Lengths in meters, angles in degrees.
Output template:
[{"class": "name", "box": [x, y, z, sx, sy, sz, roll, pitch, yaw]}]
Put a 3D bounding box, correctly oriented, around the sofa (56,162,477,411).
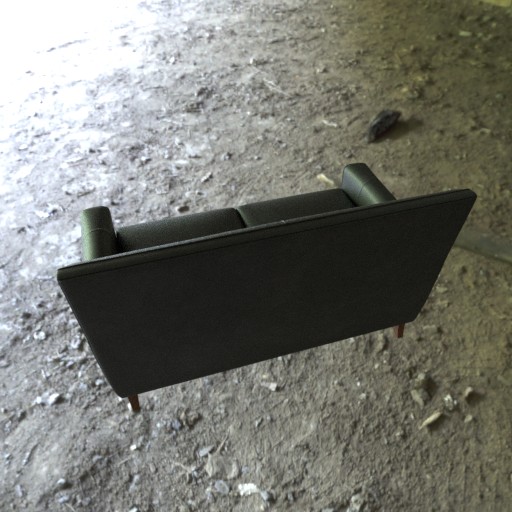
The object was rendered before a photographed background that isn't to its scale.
[{"class": "sofa", "box": [0.000, 0.000, 2.026, 1.473, 0.871, 0.787, -12, 43, -13]}]
